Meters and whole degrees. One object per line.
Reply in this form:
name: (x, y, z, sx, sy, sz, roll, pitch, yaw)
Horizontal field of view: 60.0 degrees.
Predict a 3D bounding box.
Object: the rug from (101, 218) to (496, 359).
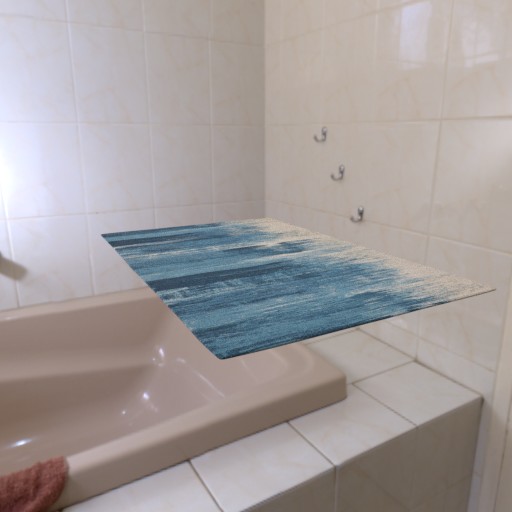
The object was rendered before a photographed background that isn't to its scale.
rug: (0.000, 0.000, 2.276, 1.232, 0.009, 1.836, -8, 17, -28)
